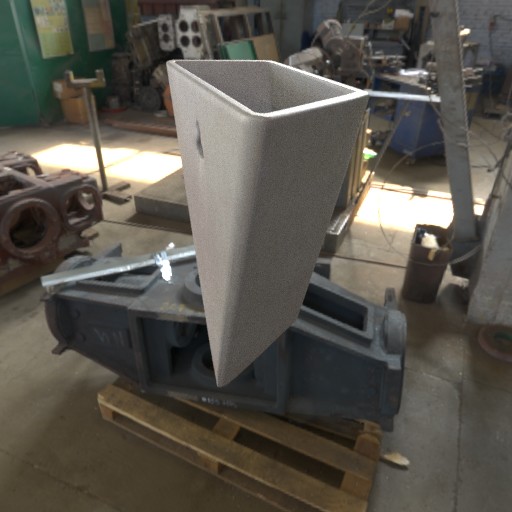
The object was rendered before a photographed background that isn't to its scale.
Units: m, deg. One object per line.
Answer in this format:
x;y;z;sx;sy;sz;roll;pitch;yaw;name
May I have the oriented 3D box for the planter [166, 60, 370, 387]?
0.000;0.000;0.260;0.060;0.197;0.150;-11;33;-18;planter
